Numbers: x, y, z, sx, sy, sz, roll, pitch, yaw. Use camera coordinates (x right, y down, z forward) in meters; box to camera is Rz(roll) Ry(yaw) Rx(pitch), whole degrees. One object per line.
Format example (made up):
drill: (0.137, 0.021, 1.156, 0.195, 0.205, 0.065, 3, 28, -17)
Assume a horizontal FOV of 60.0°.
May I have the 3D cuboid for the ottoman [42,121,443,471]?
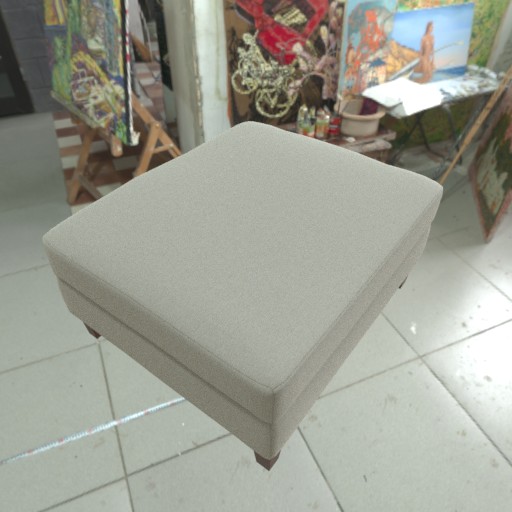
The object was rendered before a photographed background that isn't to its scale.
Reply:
ottoman: (0.000, 0.000, 1.458, 0.836, 0.492, 0.976, 27, 48, 27)
